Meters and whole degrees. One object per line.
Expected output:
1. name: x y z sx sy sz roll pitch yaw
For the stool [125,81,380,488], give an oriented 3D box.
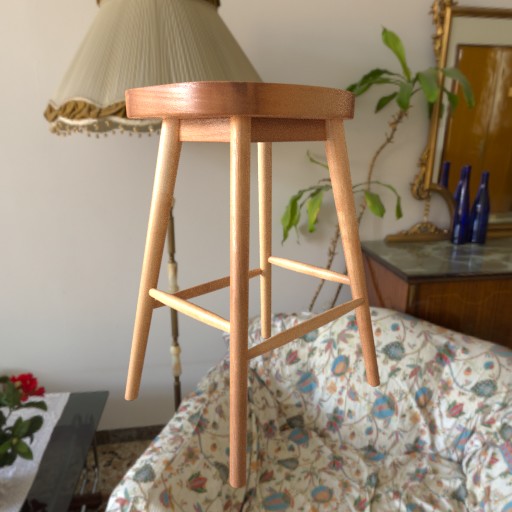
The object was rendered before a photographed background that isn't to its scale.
1. stool: 0.000 0.000 0.885 0.440 0.615 0.361 -15 21 -43
